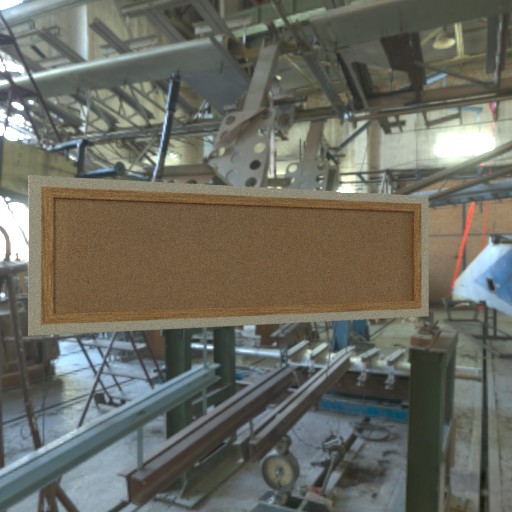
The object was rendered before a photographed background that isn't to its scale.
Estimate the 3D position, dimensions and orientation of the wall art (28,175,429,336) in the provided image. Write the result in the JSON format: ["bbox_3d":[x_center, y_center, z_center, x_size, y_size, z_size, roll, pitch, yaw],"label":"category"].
[{"bbox_3d":[0.000,0.000,1.649,1.520,0.507,0.039,0,0,-18],"label":"wall art"}]
